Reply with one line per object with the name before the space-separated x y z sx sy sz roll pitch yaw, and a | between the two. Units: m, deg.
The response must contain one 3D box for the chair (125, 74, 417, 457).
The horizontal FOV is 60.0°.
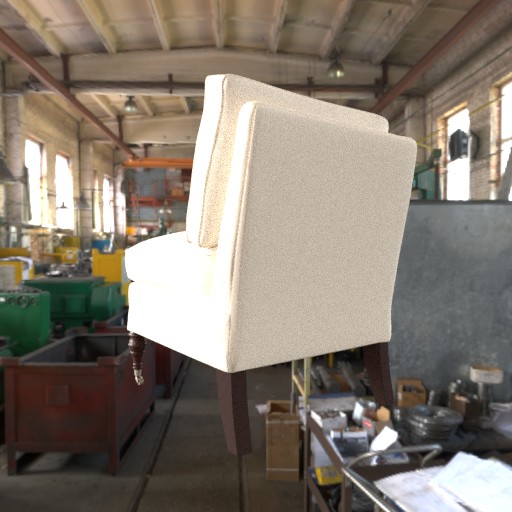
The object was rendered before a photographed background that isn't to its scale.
chair | 0.000 0.000 1.410 0.630 0.887 0.781 -1 2 -36
